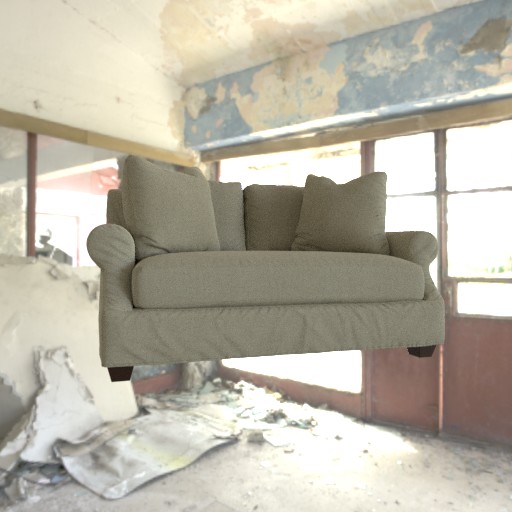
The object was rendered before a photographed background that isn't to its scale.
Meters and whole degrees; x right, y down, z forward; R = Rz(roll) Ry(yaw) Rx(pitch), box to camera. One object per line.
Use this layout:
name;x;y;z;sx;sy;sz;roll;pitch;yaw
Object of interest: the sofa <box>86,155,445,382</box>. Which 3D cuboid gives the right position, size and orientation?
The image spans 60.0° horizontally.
sofa;0.000;0.000;2.213;1.550;0.905;1.070;0;0;-17
